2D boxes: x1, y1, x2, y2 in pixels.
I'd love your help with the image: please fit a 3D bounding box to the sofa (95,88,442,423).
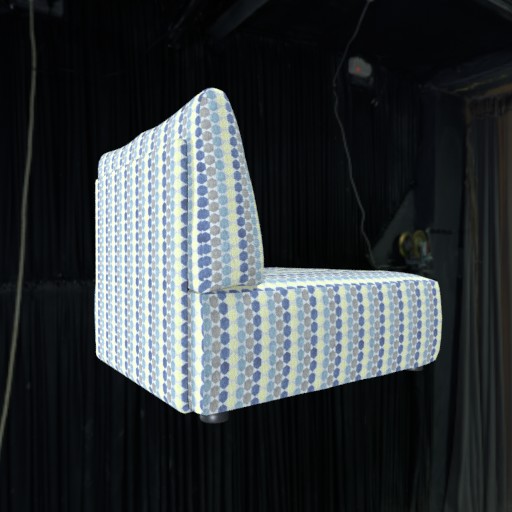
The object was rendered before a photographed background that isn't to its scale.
[{"bbox_3d":[0.000,0.000,1.701,1.000,0.830,0.930,0,0,-35],"label":"sofa"}]
